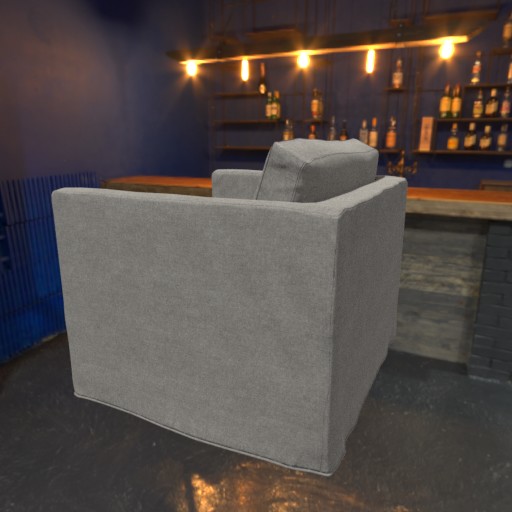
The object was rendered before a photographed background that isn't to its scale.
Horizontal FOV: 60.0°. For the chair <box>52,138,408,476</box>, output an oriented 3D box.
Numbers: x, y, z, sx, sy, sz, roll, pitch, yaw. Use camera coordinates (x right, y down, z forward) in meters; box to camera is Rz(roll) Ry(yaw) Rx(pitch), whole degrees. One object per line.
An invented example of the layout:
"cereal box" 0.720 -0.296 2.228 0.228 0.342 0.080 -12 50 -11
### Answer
"chair" 0.000 0.000 1.675 0.949 0.863 1.057 7 17 25
